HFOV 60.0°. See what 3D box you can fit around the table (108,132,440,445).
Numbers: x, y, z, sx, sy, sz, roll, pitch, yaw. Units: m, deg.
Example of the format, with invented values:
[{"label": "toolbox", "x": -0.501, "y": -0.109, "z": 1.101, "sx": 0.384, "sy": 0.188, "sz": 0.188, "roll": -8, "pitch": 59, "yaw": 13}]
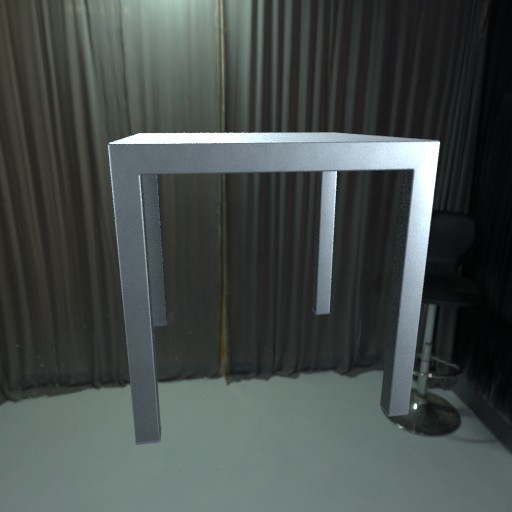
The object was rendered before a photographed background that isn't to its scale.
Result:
[{"label": "table", "x": 0.000, "y": 0.000, "z": 0.973, "sx": 0.508, "sy": 0.508, "sz": 0.508, "roll": -3, "pitch": 17, "yaw": -9}]
